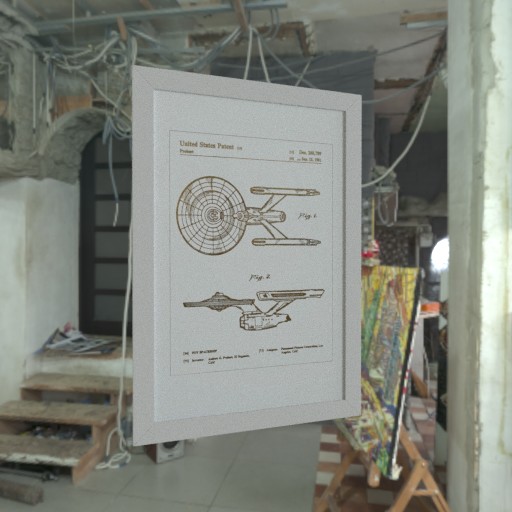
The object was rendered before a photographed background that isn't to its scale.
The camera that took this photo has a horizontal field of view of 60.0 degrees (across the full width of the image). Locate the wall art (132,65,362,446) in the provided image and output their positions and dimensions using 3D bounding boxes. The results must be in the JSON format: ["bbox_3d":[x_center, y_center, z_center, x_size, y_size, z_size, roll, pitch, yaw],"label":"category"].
[{"bbox_3d":[0.000,0.000,0.844,0.454,0.659,0.011,0,1,-19],"label":"wall art"}]
